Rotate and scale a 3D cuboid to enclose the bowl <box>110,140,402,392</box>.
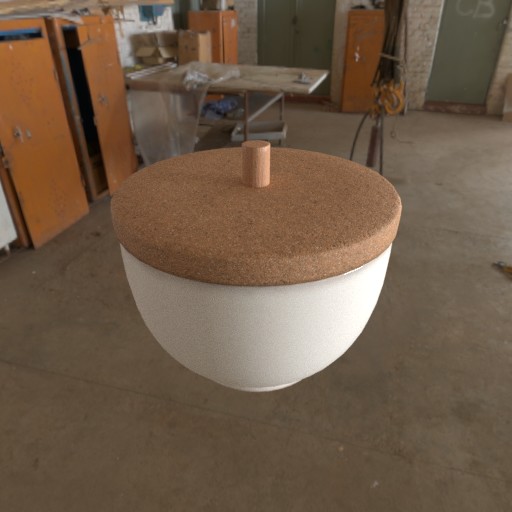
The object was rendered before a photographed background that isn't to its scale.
[{"bbox_3d":[0.000,0.000,0.216,0.126,0.110,0.126,0,30,0],"label":"bowl"}]
